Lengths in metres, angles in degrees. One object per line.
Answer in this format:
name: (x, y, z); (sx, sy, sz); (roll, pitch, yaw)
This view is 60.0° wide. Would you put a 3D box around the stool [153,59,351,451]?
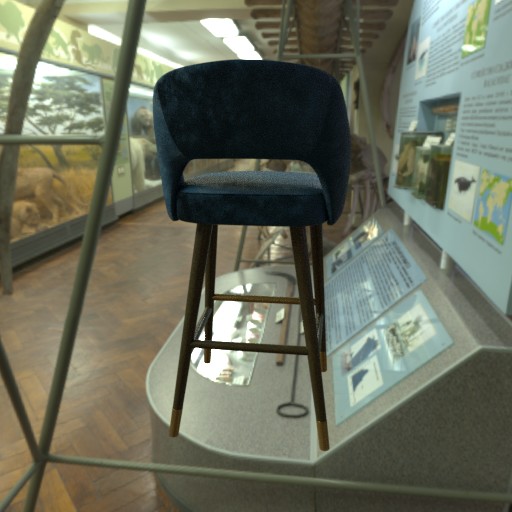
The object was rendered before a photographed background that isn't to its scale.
stool: (0.000, 0.000, 1.317); (0.514, 1.016, 0.515); (2, 16, 7)
